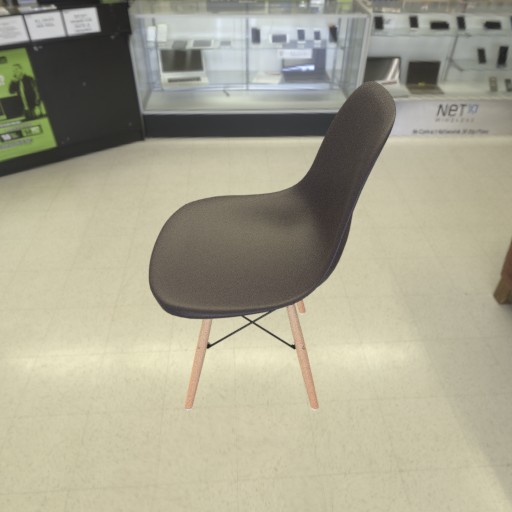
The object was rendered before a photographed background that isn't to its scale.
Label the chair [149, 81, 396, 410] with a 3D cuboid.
[{"bbox_3d":[0.000,0.000,1.136,0.533,0.825,0.470,0,40,-1],"label":"chair"}]
